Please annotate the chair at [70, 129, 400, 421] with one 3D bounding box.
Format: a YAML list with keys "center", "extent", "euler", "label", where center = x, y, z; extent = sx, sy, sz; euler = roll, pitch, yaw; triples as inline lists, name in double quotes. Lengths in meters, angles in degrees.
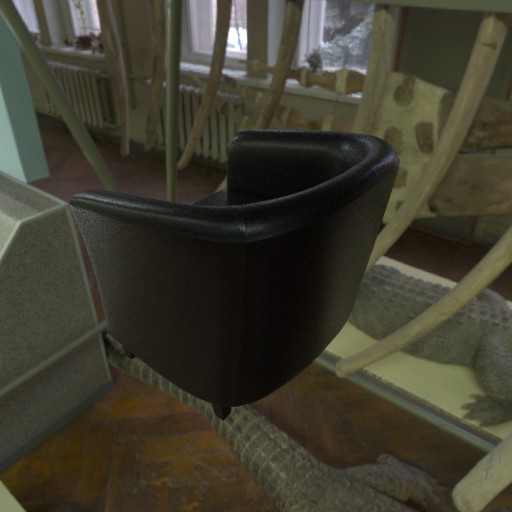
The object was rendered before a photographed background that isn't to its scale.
- center: [0.000, 0.000, 1.414]
  extent: [0.727, 0.756, 0.793]
  euler: [22, 39, 31]
  label: "chair"
